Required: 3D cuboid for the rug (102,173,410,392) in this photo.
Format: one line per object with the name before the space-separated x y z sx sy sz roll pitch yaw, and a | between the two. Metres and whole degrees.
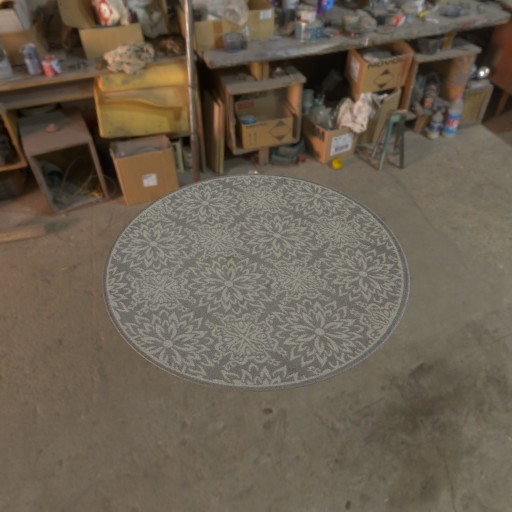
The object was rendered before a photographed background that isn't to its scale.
rug | 0.000 0.000 2.366 1.593 0.012 1.593 0 43 0
